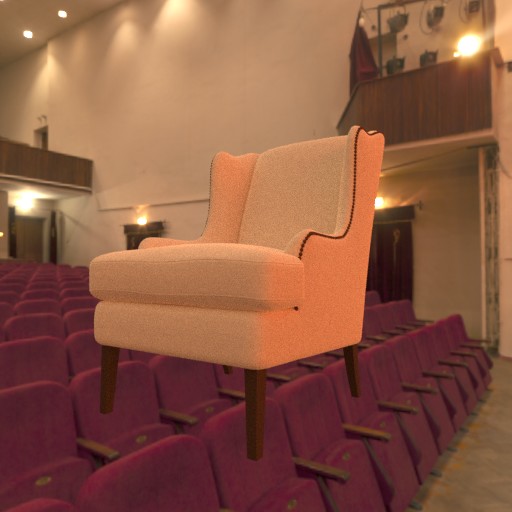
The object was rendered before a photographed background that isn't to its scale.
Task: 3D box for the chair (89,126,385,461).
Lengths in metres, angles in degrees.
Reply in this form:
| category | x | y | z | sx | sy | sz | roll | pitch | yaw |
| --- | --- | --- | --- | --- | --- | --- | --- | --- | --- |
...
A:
| category | x | y | z | sx | sy | sz | roll | pitch | yaw |
| --- | --- | --- | --- | --- | --- | --- | --- | --- | --- |
| chair | 0.000 | 0.000 | 1.633 | 0.737 | 1.029 | 0.940 | -1 | -2 | 35 |
